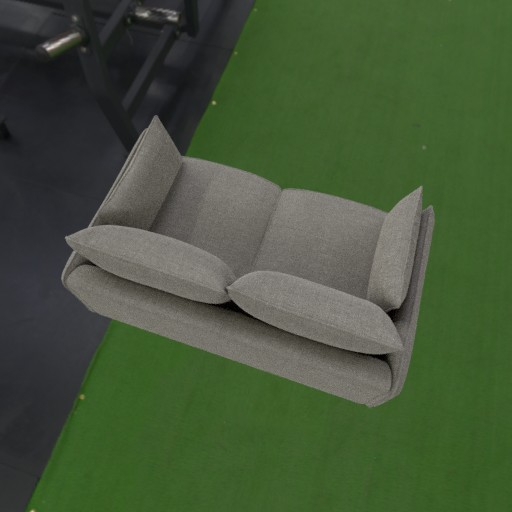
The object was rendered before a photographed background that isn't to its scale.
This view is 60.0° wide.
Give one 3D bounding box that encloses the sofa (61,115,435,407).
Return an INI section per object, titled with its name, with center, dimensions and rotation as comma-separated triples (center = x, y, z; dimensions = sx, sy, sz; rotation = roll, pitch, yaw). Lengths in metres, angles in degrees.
[sofa]
center = 0.000, 0.000, 2.195
dimensions = 1.580, 0.851, 0.972
rotation = 17, 66, 8
